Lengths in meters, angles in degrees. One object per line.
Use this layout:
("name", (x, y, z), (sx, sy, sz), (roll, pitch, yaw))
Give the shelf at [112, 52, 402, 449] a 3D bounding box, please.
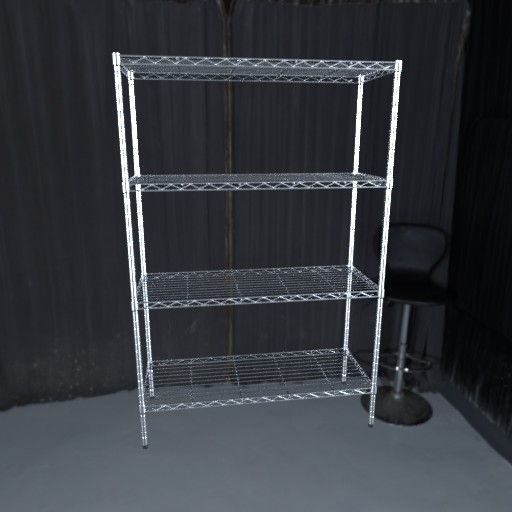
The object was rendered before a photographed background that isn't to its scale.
("shelf", (0.000, 0.000, 1.700), (0.907, 1.360, 0.352), (-2, 15, -8))
